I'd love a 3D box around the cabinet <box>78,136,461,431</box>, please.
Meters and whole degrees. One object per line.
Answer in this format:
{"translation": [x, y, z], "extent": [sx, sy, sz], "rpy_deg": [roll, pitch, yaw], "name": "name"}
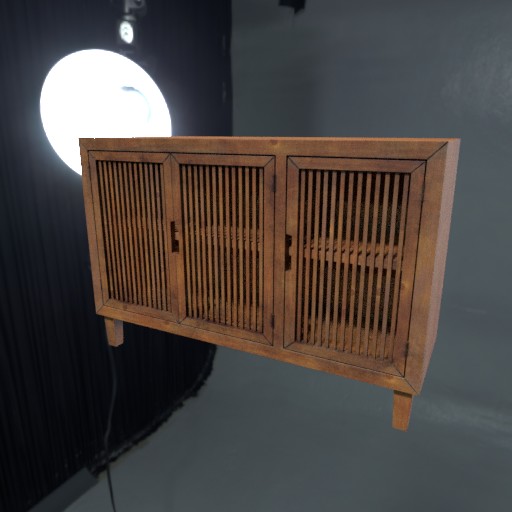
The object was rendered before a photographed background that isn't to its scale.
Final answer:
{"translation": [0.000, 0.000, 1.564], "extent": [1.204, 0.805, 0.403], "rpy_deg": [8, 18, 26], "name": "cabinet"}
